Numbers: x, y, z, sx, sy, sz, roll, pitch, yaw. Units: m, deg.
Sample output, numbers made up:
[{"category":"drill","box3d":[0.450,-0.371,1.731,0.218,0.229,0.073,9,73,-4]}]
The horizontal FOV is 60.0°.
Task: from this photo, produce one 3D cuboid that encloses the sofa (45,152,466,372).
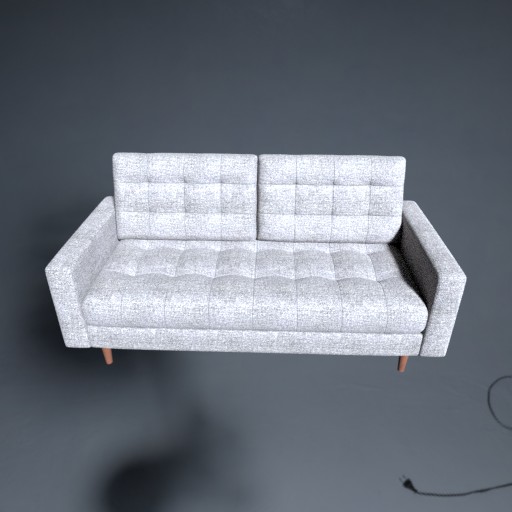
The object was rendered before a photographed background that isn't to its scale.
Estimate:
[{"category":"sofa","box3d":[0.000,0.000,2.325,1.821,0.902,0.863,1,30,2]}]
